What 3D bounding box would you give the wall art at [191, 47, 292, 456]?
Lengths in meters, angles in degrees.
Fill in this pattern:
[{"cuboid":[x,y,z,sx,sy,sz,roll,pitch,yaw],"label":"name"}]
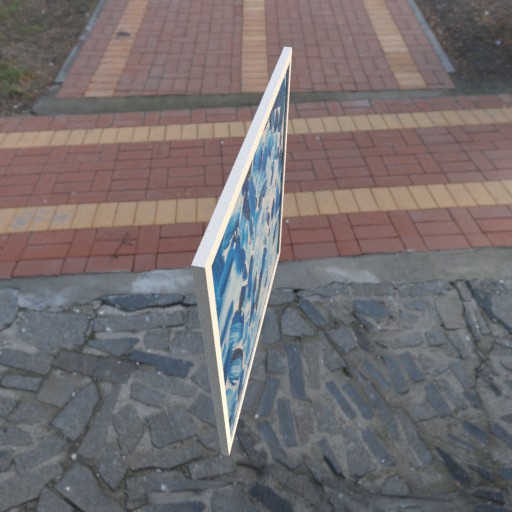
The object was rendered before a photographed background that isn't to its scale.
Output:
[{"cuboid":[0.000,0.000,0.693,0.012,0.457,0.457,9,48,8],"label":"wall art"}]
